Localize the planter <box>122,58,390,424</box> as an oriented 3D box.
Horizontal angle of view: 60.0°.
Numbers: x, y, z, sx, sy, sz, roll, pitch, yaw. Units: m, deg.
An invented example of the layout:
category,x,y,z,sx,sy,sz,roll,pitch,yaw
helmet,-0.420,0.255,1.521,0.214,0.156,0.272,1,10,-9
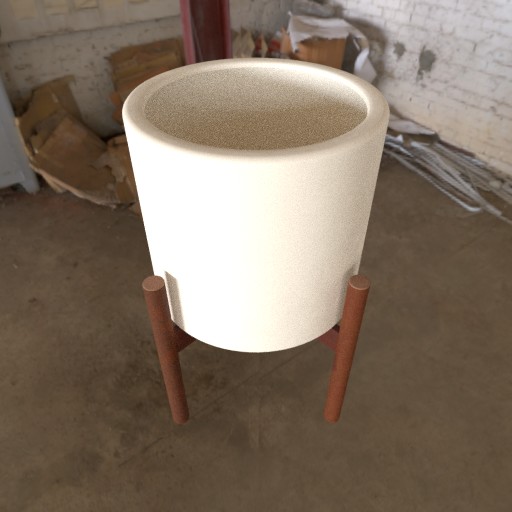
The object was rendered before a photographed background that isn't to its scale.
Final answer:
category,x,y,z,sx,sy,sz,roll,pitch,yaw
planter,0.000,0.000,0.494,0.224,0.358,0.224,0,40,0
